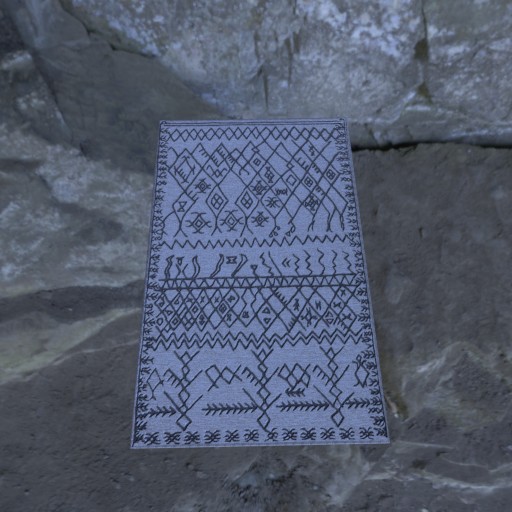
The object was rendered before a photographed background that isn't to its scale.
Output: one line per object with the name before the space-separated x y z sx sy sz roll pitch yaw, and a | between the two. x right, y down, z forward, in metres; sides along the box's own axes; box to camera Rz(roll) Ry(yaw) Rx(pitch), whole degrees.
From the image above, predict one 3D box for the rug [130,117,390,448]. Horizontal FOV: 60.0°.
rug | 0.000 0.000 3.103 1.526 0.012 2.444 -1 66 0
